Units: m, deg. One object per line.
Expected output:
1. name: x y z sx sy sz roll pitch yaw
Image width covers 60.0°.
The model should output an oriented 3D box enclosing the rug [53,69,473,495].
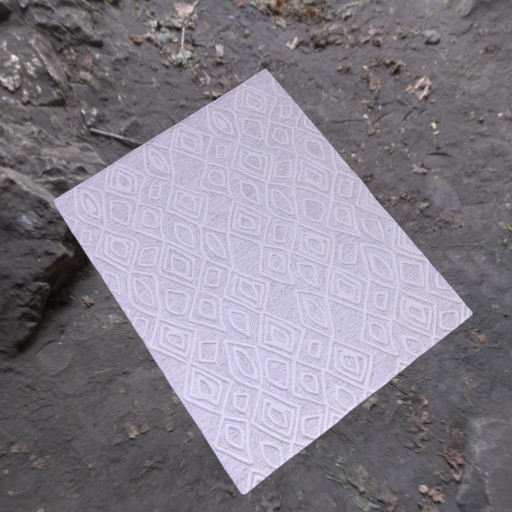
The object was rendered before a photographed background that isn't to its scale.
1. rug: 0.000 0.000 3.955 2.449 0.025 3.049 -35 78 -9
